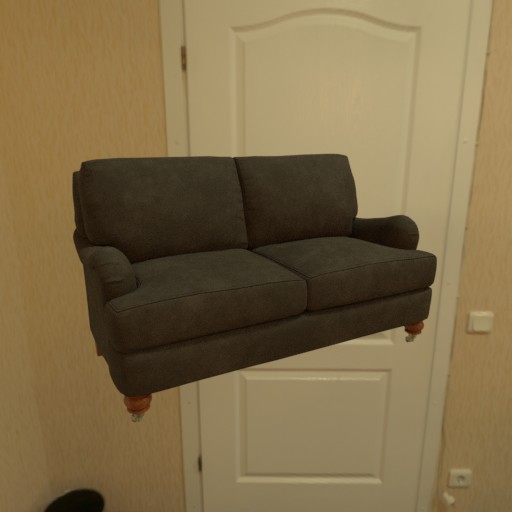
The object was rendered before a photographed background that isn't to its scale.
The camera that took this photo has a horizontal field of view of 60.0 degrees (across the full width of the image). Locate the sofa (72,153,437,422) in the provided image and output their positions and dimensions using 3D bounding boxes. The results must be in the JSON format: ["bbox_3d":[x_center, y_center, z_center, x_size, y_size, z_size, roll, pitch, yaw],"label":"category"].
[{"bbox_3d":[0.000,0.000,2.529,1.853,1.101,1.084,-8,17,-27],"label":"sofa"}]
